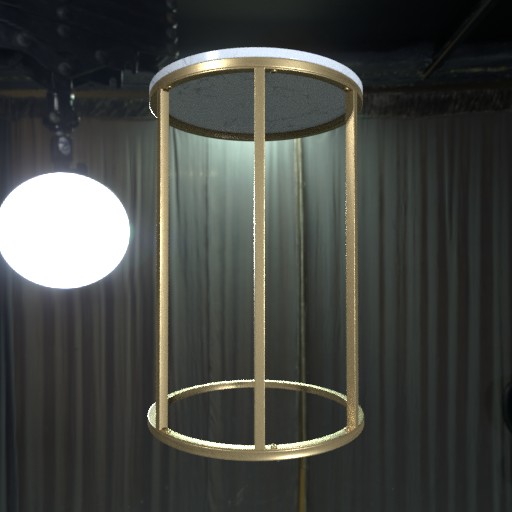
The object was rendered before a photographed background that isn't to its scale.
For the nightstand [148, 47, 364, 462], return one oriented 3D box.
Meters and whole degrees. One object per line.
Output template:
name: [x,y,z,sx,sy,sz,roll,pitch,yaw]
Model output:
nightstand: [0.000,0.000,0.849,0.400,0.610,0.400,0,-1,-2]
